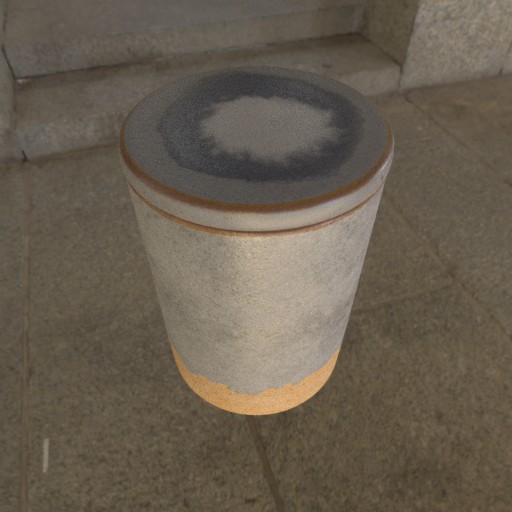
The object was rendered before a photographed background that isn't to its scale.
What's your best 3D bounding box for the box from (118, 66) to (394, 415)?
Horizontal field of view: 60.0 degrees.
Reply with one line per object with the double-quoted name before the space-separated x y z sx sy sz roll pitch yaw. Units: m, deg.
"box" 0.000 0.000 0.250 0.118 0.168 0.118 0 46 0
